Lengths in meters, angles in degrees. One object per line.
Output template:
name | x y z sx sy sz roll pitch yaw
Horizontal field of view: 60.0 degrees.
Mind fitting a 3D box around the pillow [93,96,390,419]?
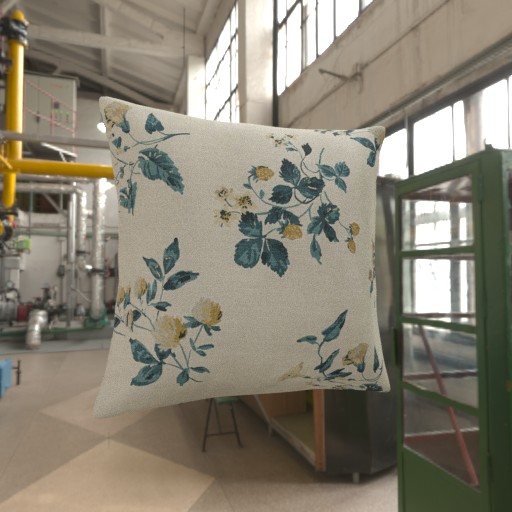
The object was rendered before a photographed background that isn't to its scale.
pillow | 0.000 0.000 0.771 0.526 0.507 0.166 1 -2 -17
